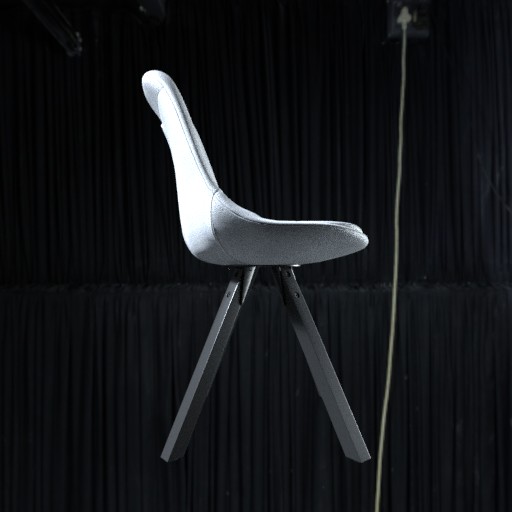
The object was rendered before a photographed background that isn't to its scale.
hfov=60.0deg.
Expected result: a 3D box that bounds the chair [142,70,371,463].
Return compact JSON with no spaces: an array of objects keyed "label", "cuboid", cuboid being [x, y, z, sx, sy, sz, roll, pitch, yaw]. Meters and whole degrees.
[{"label":"chair","cuboid":[0.000,0.000,1.136,0.550,0.850,0.485,0,-1,0]}]
